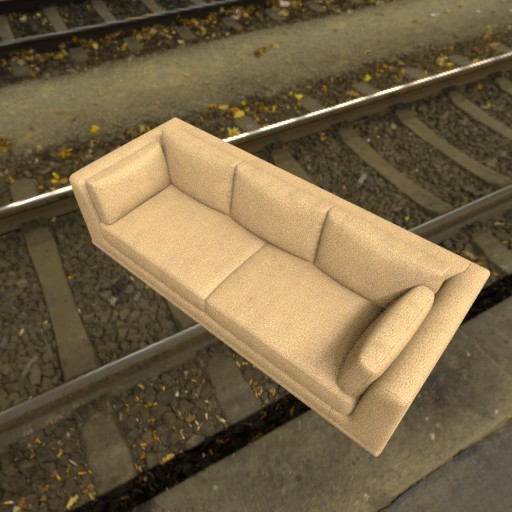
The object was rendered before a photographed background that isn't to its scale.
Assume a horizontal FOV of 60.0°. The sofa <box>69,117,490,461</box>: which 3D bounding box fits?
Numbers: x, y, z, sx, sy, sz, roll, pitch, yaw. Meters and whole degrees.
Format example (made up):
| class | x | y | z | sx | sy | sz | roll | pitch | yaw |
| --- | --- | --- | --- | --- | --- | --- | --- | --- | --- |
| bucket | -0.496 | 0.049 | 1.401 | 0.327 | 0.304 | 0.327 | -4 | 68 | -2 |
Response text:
| class | x | y | z | sx | sy | sz | roll | pitch | yaw |
| --- | --- | --- | --- | --- | --- | --- | --- | --- | --- |
| sofa | 0.000 | 0.000 | 2.827 | 2.415 | 0.867 | 0.969 | 32 | 55 | 26 |
